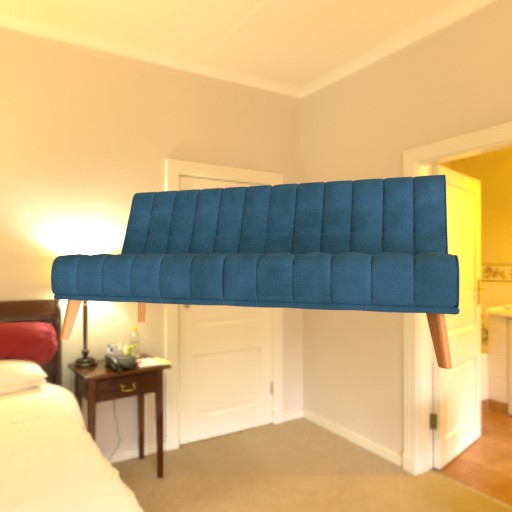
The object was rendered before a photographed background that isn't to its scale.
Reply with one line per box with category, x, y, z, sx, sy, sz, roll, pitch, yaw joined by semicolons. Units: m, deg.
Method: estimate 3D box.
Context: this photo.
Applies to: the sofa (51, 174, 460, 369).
sofa;0.000;0.000;2.240;1.804;0.813;0.855;0;-1;20
